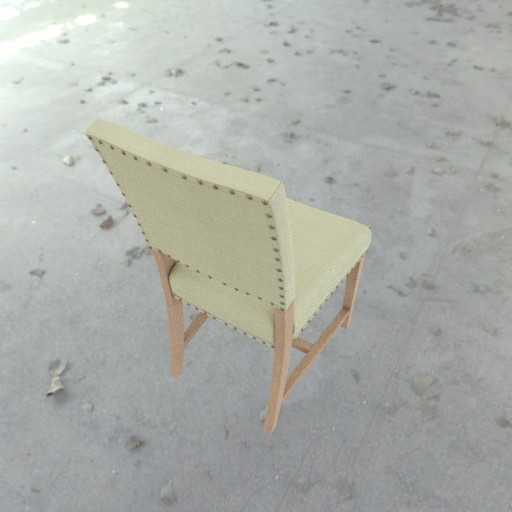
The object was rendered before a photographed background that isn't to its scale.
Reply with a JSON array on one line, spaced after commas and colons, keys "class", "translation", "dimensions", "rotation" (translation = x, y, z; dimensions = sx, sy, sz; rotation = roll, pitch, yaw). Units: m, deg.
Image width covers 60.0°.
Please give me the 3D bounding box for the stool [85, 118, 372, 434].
[{"class": "stool", "translation": [0.000, 0.000, 1.315], "dimensions": [0.508, 0.986, 0.623], "rotation": [23, 49, 22]}]
